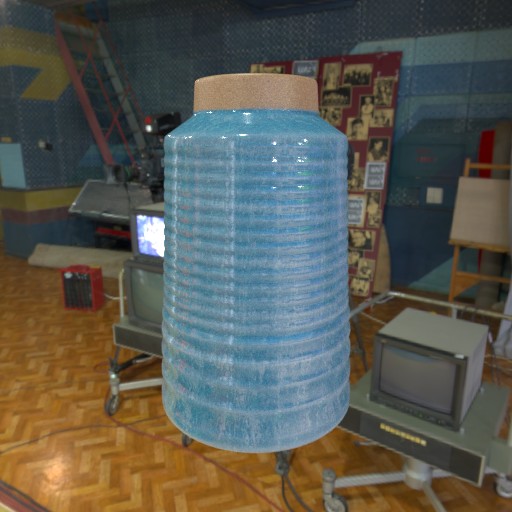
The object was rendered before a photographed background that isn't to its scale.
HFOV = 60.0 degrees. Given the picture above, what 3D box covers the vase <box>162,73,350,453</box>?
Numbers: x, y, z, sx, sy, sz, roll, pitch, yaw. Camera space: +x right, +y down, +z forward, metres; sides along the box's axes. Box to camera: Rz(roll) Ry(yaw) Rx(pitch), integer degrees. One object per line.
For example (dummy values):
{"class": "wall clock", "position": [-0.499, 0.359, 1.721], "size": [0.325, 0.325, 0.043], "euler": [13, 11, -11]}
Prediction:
{"class": "vase", "position": [0.000, 0.000, 0.362], "size": [0.163, 0.267, 0.163], "euler": [0, 15, 0]}
